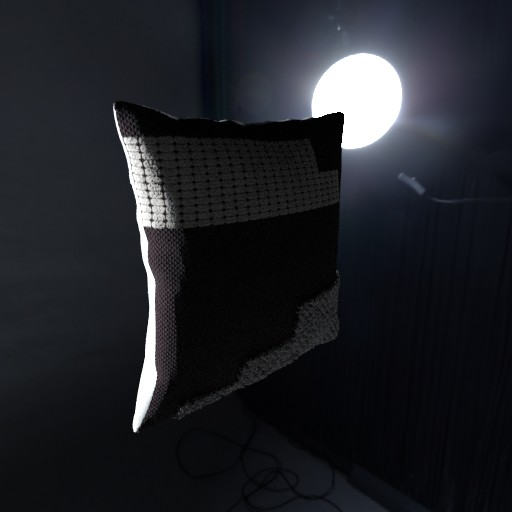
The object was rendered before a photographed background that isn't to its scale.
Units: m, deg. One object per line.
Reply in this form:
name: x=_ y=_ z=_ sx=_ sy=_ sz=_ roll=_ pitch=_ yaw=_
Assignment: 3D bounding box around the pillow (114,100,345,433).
pillow: x=0.000 y=0.000 z=0.736 sx=0.475 sy=0.473 sz=0.178 roll=-16 pitch=23 yaw=-43
